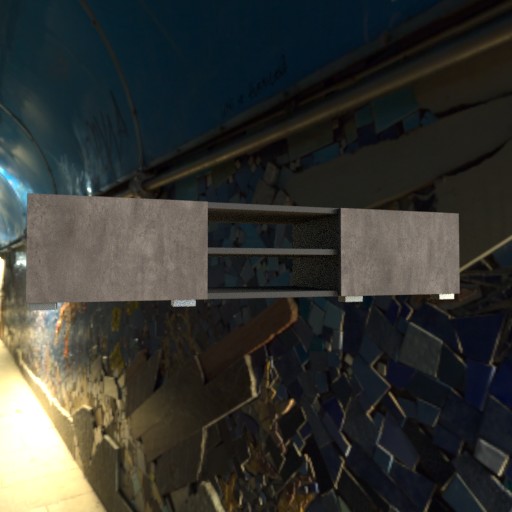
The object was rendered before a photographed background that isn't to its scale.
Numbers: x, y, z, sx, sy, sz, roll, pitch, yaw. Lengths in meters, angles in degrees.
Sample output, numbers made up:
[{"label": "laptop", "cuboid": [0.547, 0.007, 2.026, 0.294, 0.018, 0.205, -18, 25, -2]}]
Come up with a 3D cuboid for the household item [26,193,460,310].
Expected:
[{"label": "household item", "cuboid": [0.000, 0.000, 1.572, 1.400, 0.310, 0.420, 0, -2, -18]}]
